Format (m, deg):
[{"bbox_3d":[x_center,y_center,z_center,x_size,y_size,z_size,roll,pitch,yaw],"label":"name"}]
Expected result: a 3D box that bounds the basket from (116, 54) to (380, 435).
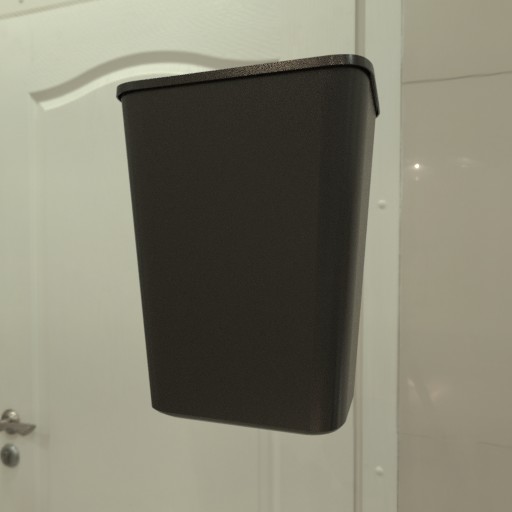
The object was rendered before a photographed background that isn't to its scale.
[{"bbox_3d":[0.000,0.000,0.750,0.394,0.521,0.287,0,2,18],"label":"basket"}]
